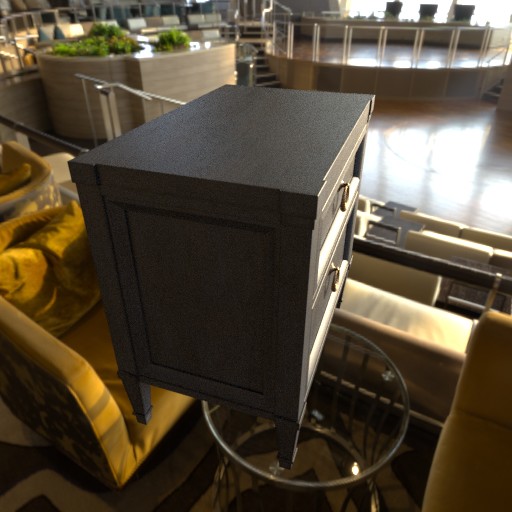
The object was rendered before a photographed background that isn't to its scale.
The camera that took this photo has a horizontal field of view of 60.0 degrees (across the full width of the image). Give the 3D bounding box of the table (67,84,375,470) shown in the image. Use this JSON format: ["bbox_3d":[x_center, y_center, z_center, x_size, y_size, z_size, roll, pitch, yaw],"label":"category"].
[{"bbox_3d":[0.000,0.000,1.092,0.413,0.660,0.660,11,33,16],"label":"table"}]
